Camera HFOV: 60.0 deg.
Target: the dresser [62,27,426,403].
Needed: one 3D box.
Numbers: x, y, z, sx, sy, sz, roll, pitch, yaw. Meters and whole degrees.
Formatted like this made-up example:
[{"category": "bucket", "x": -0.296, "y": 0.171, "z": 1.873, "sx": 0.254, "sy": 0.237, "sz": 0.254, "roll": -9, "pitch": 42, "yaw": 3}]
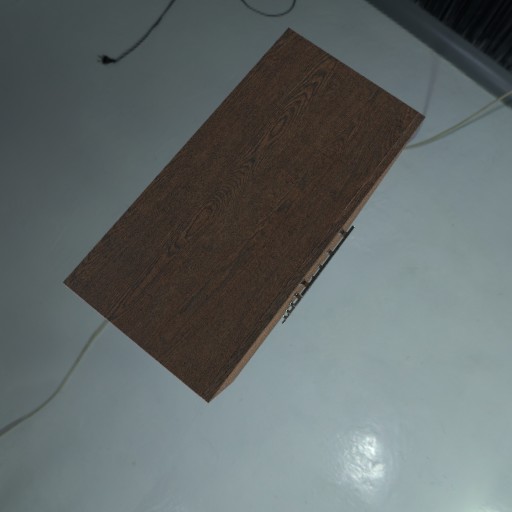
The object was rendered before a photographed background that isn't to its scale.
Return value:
[{"category": "dresser", "x": 0.000, "y": 0.000, "z": 1.823, "sx": 0.508, "sy": 1.321, "sz": 0.965, "roll": 37, "pitch": 79, "yaw": 8}]
